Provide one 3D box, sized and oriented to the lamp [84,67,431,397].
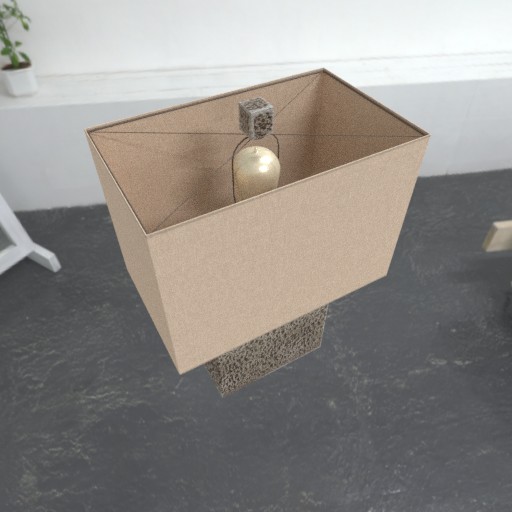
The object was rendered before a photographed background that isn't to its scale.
[{"bbox_3d":[0.000,0.000,0.566,0.294,0.411,0.180,-22,50,-20],"label":"lamp"}]
